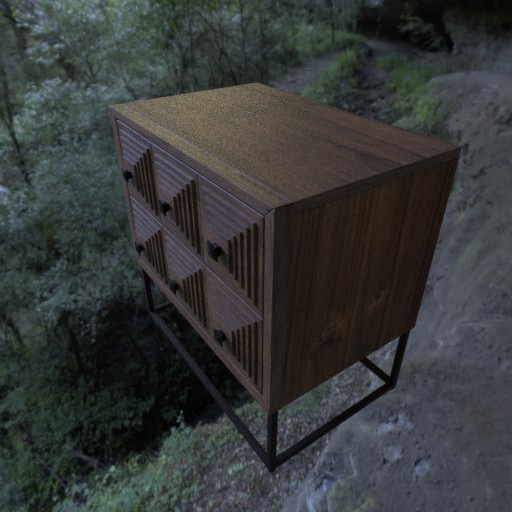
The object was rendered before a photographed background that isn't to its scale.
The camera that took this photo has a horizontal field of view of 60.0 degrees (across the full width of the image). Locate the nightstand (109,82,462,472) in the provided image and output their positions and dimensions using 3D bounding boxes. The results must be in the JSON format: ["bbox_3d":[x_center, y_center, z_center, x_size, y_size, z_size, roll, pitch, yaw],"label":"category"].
[{"bbox_3d":[0.000,0.000,1.029,0.437,0.610,0.610,-21,39,-29],"label":"nightstand"}]
